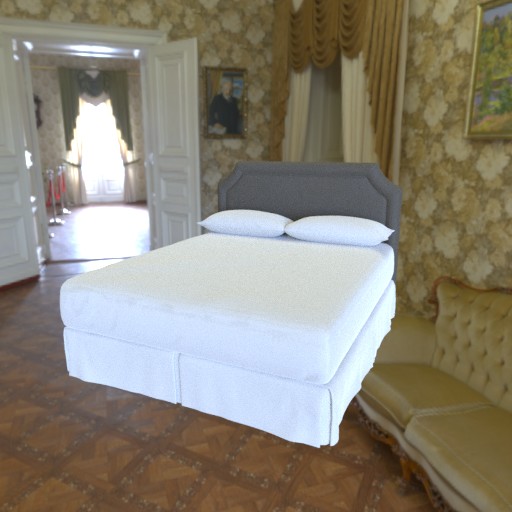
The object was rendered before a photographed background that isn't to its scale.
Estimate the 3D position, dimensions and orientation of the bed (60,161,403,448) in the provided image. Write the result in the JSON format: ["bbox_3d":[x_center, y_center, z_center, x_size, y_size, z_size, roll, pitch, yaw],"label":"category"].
[{"bbox_3d":[0.000,0.000,3.910,2.194,1.561,2.536,6,15,24],"label":"bed"}]
